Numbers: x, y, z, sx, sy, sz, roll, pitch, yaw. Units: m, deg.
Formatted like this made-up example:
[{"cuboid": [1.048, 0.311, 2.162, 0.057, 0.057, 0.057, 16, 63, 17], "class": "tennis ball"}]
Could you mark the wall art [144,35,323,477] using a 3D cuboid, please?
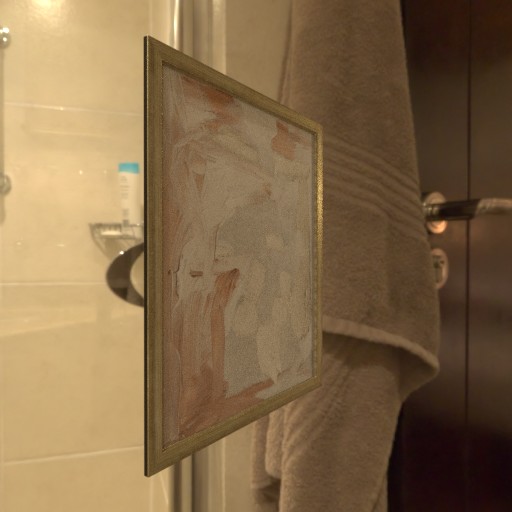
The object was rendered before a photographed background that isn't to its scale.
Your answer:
[{"cuboid": [0.000, 0.000, 0.758, 0.009, 0.559, 0.483, 0, 0, 35], "class": "wall art"}]
